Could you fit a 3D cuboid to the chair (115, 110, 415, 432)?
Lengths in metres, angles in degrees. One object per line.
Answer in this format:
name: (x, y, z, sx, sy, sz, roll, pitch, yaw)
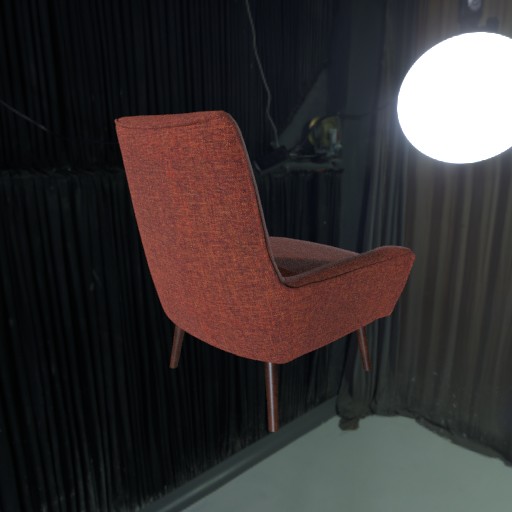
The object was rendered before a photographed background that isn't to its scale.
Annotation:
chair: (0.000, 0.000, 1.526, 0.784, 0.911, 0.803, -14, 20, -42)
